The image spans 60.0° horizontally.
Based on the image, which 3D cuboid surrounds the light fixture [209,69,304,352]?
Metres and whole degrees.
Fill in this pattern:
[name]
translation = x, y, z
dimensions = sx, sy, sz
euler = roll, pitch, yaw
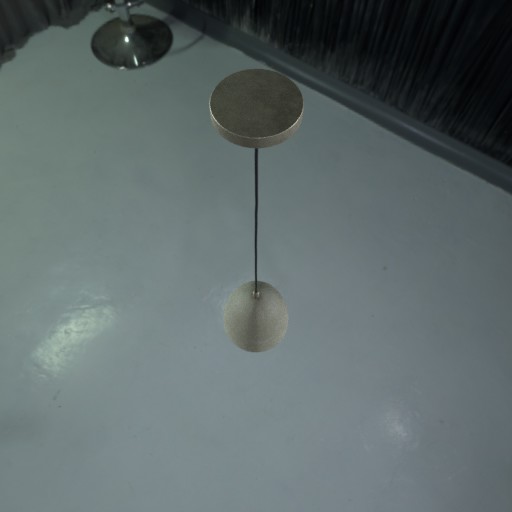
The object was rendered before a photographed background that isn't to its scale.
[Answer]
[light fixture]
translation = 0.000, 0.000, 0.831
dimensions = 0.170, 0.759, 0.170
euler = 31, 67, 15
